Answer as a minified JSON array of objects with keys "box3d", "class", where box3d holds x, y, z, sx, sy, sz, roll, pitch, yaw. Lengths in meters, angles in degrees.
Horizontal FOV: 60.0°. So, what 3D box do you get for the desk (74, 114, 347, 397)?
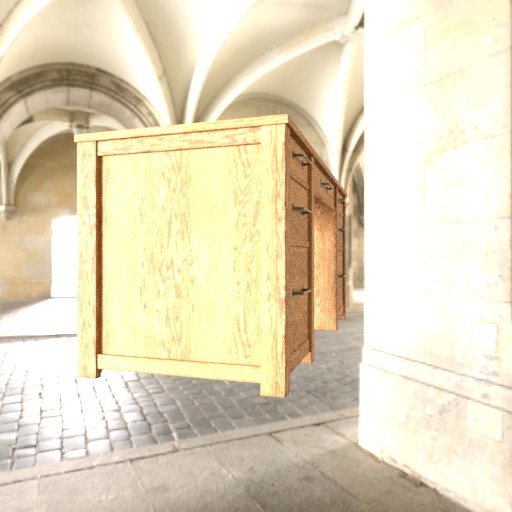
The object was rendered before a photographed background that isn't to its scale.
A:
[{"box3d":[0.000,0.000,2.011,0.685,0.751,1.567,0,0,17],"class":"desk"}]
